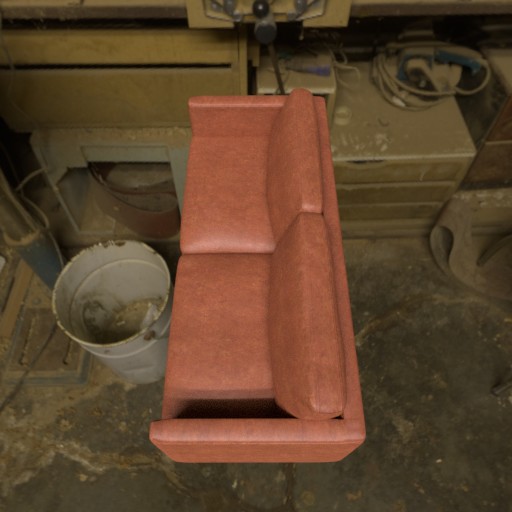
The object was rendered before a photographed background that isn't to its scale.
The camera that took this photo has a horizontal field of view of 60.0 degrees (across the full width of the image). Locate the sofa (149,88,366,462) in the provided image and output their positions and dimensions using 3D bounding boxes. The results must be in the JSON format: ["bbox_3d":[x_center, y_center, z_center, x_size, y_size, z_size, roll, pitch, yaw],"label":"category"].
[{"bbox_3d":[0.000,0.000,2.673,0.950,0.932,2.204,0,59,0],"label":"sofa"}]
